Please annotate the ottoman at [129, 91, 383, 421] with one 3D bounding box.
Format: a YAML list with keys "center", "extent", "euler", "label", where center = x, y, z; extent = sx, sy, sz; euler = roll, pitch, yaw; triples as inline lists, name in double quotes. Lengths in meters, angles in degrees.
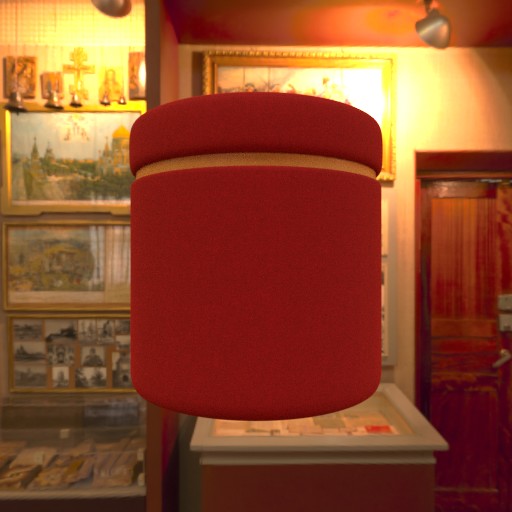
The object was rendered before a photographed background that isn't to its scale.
- center: [0.000, 0.000, 0.726]
  extent: [0.400, 0.406, 0.400]
  euler: [0, 0, 0]
  label: "ottoman"
